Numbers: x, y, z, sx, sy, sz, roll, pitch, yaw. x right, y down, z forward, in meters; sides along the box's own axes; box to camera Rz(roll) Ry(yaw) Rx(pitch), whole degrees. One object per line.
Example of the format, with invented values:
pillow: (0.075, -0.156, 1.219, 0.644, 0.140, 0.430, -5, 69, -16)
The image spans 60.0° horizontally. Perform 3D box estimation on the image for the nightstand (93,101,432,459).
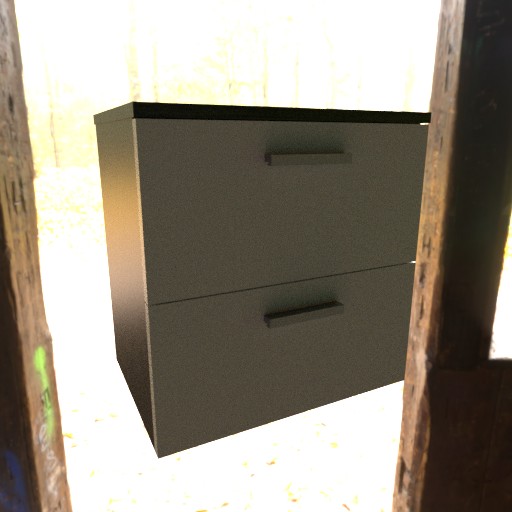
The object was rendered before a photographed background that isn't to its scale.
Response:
nightstand: (0.000, 0.000, 0.751, 0.441, 0.460, 0.325, -7, 17, -26)
